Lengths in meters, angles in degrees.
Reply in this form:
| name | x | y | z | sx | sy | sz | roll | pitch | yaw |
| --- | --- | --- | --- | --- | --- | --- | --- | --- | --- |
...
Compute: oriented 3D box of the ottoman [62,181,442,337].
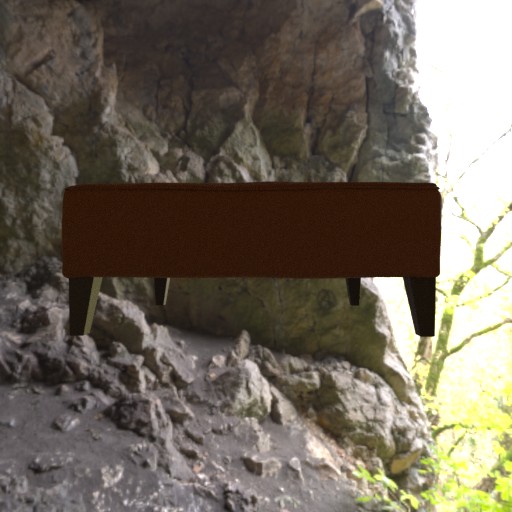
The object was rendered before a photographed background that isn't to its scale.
| name | x | y | z | sx | sy | sz | roll | pitch | yaw |
| --- | --- | --- | --- | --- | --- | --- | --- | --- | --- |
| ottoman | 0.000 | 0.000 | 1.622 | 0.999 | 0.438 | 0.997 | 0 | -1 | 1 |
